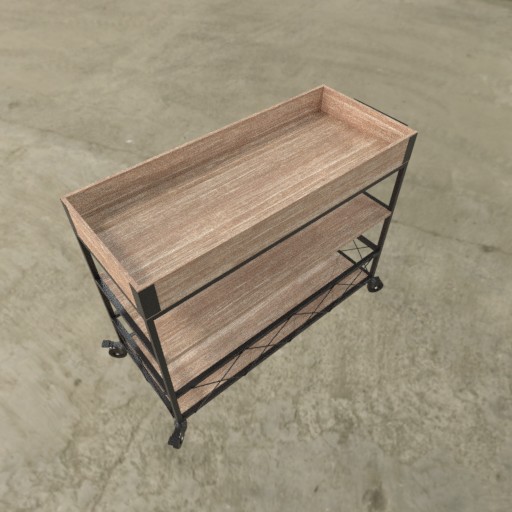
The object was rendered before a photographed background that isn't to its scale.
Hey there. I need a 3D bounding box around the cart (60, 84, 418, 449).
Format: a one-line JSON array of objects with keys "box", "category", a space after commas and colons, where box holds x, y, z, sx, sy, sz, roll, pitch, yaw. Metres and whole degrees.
[{"box": [0.000, 0.000, 1.530, 1.101, 0.787, 0.500, -31, 55, -26], "category": "cart"}]
